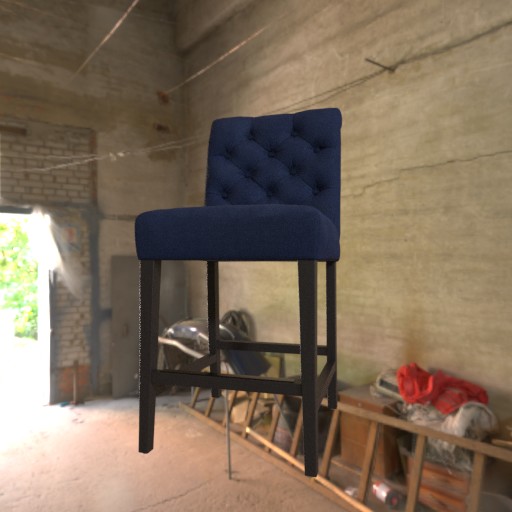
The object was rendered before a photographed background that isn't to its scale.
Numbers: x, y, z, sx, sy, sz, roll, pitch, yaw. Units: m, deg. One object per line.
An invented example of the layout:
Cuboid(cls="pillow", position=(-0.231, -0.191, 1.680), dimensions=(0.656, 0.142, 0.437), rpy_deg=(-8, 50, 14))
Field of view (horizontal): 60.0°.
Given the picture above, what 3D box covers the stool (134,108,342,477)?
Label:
Cuboid(cls="stool", position=(0.000, 0.000, 1.339), dimensions=(0.493, 1.010, 0.601), rpy_deg=(0, 0, 17))
